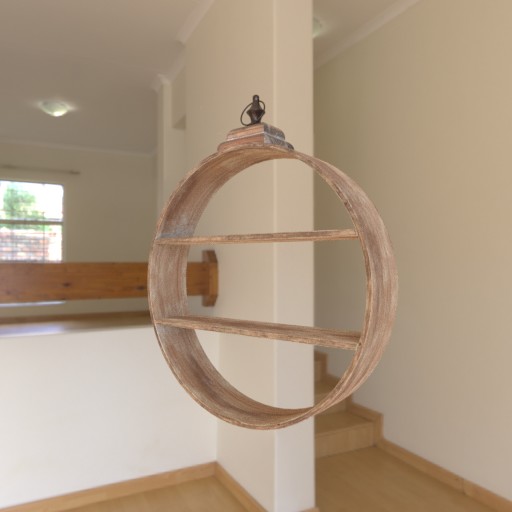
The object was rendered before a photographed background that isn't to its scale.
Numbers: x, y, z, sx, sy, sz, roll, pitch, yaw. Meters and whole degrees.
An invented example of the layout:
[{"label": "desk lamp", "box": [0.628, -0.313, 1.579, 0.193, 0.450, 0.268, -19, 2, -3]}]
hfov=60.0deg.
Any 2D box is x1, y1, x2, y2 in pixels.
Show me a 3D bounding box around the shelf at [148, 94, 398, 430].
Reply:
[{"label": "shelf", "box": [0.000, 0.000, 0.993, 0.601, 0.725, 0.125, -1, -1, 38]}]
